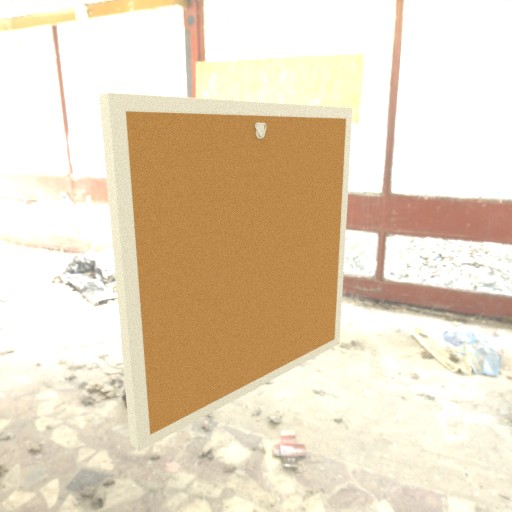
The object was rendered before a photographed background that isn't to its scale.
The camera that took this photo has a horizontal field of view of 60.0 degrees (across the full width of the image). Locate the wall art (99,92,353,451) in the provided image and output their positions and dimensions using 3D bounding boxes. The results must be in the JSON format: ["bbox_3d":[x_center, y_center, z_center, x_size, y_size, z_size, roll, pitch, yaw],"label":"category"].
[{"bbox_3d":[0.000,0.000,1.160,0.761,0.762,0.050,-15,21,-42],"label":"wall art"}]
